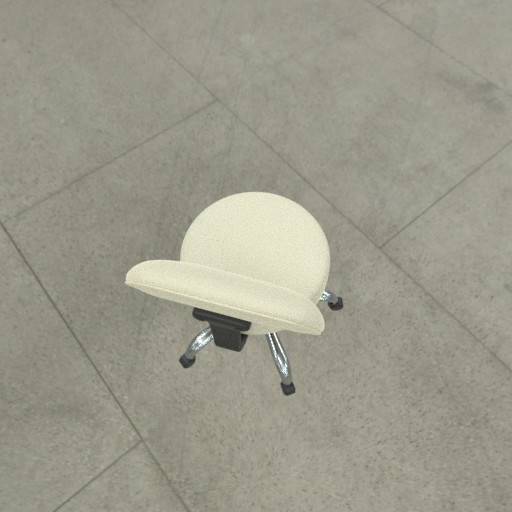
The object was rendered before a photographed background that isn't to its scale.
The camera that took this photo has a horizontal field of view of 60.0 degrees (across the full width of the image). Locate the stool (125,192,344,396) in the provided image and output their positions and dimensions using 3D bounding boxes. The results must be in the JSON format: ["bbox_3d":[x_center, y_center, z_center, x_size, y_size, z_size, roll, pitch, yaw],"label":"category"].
[{"bbox_3d":[0.000,0.000,1.252,0.609,0.810,0.616,14,63,7],"label":"stool"}]
